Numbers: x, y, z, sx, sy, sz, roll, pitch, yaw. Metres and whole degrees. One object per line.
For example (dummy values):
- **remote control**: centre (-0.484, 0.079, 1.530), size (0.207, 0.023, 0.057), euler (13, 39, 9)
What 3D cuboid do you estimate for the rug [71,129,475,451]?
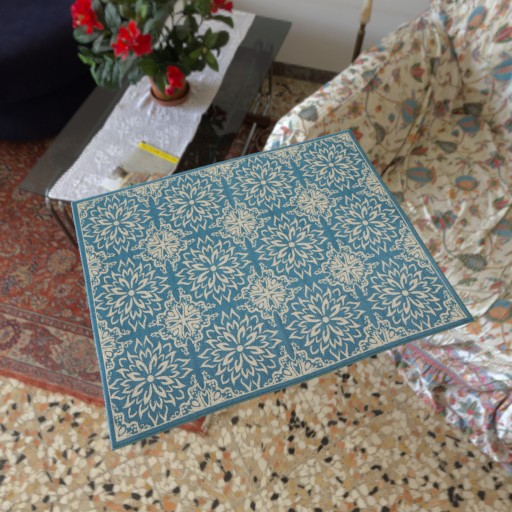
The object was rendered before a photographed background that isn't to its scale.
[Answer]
- **rug**: centre (0.000, 0.000, 3.936), size (2.964, 0.018, 2.350), euler (-17, 60, -10)
